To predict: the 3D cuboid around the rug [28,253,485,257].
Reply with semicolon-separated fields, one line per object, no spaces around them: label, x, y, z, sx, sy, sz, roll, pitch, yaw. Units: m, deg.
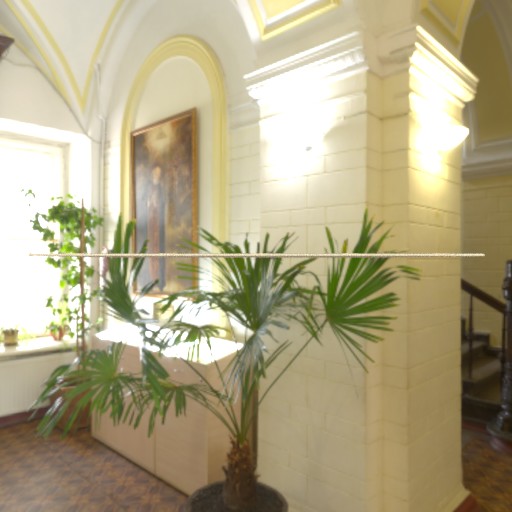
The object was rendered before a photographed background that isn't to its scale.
rug;0.000;0.000;3.126;2.443;0.015;1.528;0;0;-1
